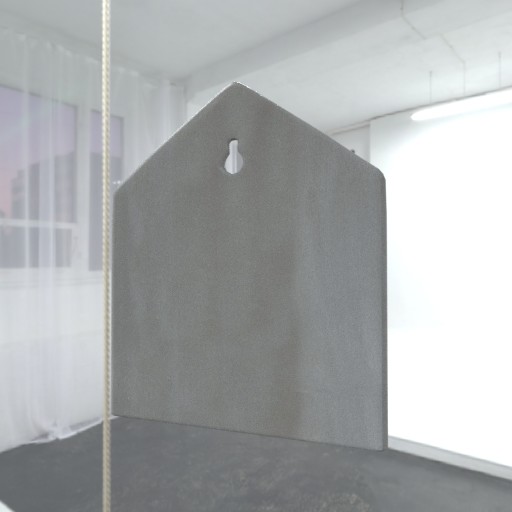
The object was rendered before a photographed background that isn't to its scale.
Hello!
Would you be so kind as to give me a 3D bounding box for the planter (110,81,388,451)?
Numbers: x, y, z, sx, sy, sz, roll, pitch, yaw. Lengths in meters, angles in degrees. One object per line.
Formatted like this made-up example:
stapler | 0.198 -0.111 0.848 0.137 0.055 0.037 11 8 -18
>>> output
planter | 0.000 0.000 0.281 0.163 0.194 0.080 0 -1 19
